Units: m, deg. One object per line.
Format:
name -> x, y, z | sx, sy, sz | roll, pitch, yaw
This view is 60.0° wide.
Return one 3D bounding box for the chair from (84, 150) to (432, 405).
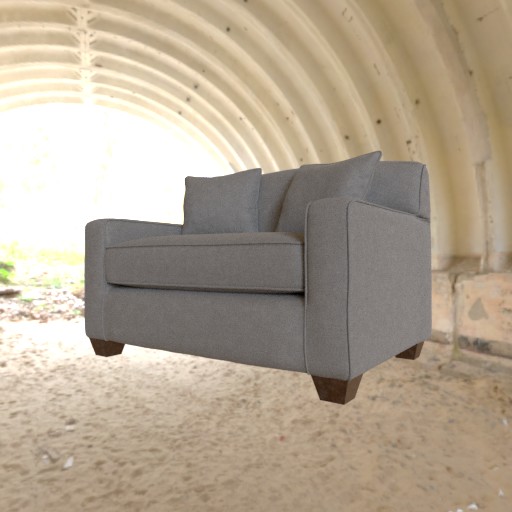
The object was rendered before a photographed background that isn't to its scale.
chair -> 0.000, 0.000, 2.116 | 1.395, 0.953, 0.992 | 0, -1, 35
